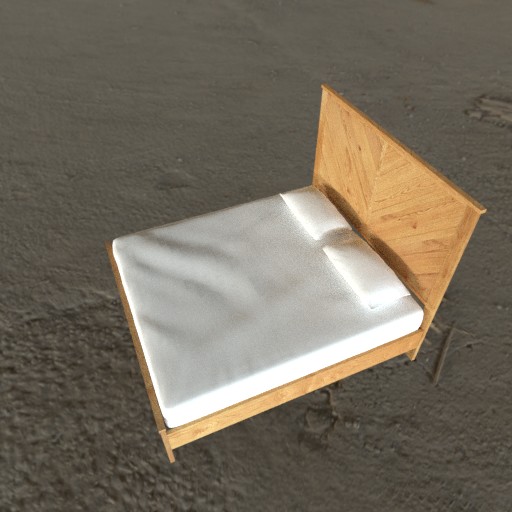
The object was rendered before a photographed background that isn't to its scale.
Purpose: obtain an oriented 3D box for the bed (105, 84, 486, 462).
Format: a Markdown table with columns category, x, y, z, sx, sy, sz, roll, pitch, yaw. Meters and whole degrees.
| category | x | y | z | sx | sy | sz | roll | pitch | yaw |
| --- | --- | --- | --- | --- | --- | --- | --- | --- | --- |
| bed | 0.000 | 0.000 | 3.591 | 2.201 | 1.686 | 1.936 | -17 | 47 | -16 |
